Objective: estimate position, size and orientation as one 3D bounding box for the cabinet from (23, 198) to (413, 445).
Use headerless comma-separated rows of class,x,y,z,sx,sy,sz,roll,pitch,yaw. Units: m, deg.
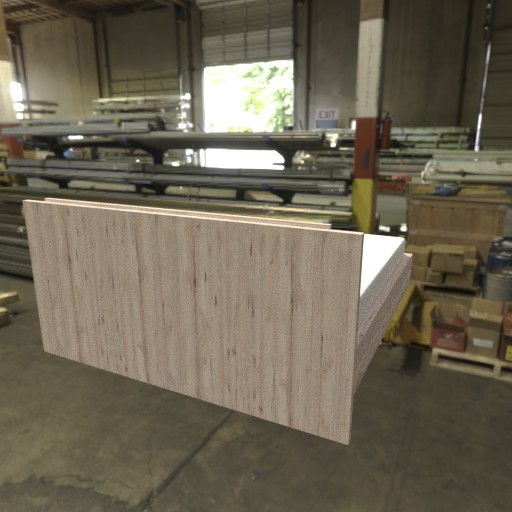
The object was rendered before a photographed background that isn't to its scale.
cabinet,0.000,0.000,3.141,1.950,0.970,2.080,8,17,26
